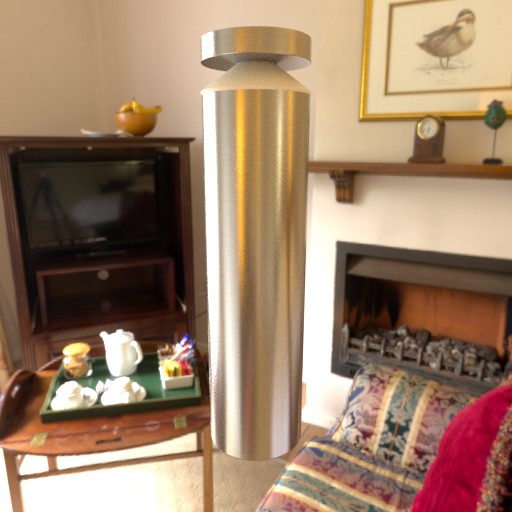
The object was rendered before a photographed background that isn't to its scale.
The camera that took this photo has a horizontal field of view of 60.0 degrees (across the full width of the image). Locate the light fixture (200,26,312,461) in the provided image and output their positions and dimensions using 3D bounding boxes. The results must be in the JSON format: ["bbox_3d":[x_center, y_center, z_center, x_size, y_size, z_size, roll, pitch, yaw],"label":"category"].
[{"bbox_3d":[0.000,0.000,0.448,0.102,0.400,0.102,-2,14,-9],"label":"light fixture"}]
